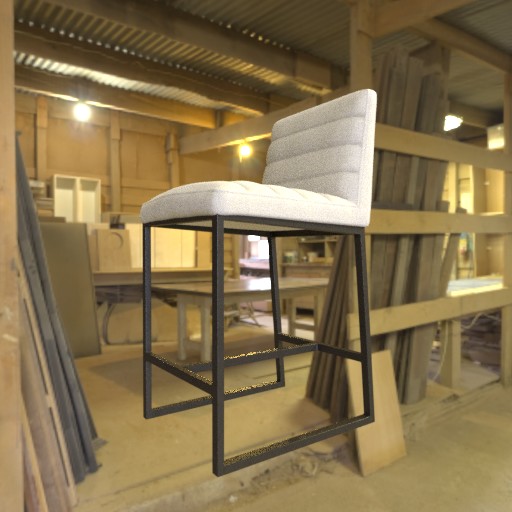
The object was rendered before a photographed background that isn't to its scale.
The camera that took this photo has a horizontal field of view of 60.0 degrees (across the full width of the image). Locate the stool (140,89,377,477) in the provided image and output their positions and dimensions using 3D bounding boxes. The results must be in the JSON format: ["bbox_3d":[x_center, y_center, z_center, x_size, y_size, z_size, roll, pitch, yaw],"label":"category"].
[{"bbox_3d":[0.000,0.000,1.303,0.567,0.971,0.459,-1,1,-36],"label":"stool"}]
